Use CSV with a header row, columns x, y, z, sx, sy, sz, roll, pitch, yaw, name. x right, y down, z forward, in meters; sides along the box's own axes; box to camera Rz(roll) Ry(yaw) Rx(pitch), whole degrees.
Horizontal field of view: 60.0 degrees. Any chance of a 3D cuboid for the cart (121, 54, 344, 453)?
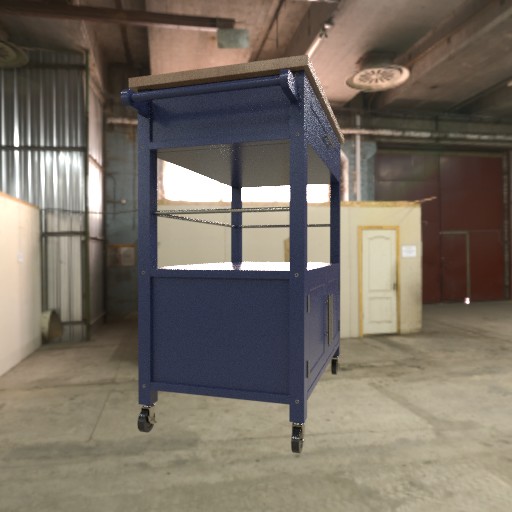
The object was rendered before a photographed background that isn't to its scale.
x,y,z,sx,sy,sz,roll,pitch,yaw,name
0.000,0.000,1.380,0.459,0.901,0.840,0,1,17,cart
